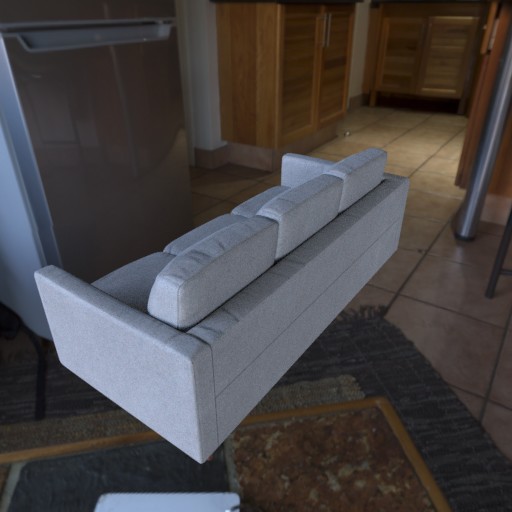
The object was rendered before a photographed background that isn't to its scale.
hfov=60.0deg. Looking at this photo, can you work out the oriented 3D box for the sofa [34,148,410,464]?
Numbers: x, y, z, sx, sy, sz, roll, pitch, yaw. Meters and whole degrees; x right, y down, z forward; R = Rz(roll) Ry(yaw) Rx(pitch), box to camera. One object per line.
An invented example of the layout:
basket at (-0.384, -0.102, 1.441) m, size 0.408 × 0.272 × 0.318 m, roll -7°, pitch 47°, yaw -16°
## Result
sofa at (0.000, 0.000, 2.427) m, size 0.944 × 0.918 × 1.983 m, roll 20°, pitch 36°, yaw 30°
